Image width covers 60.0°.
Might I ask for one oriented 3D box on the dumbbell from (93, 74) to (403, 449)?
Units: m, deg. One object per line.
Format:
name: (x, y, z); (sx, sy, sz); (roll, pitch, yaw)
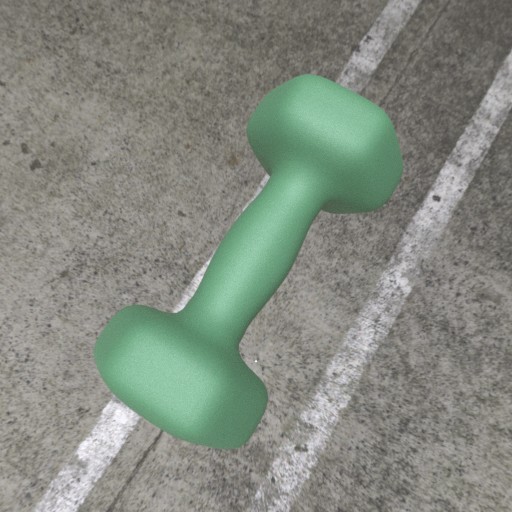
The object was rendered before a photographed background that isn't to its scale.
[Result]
dumbbell: (0.000, 0.000, 0.321); (0.126, 0.114, 0.257); (32, 79, 7)
